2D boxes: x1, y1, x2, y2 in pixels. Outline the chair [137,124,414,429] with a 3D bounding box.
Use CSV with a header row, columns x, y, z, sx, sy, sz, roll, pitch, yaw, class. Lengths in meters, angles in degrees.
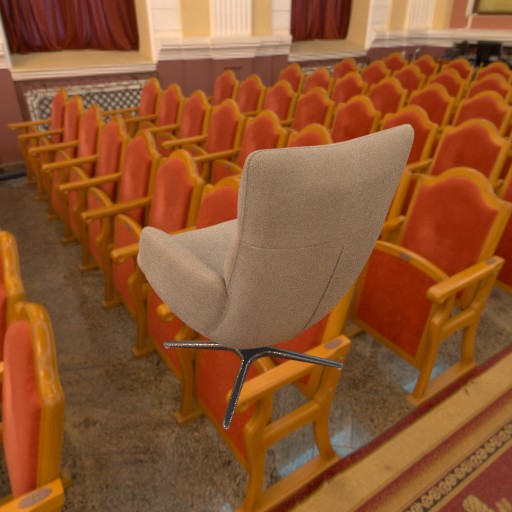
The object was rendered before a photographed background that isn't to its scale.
x,y,z,sx,sy,sz,roll,pitch,yaw,class
0.000,0.000,1.607,0.711,1.016,0.889,-18,33,-29,chair
